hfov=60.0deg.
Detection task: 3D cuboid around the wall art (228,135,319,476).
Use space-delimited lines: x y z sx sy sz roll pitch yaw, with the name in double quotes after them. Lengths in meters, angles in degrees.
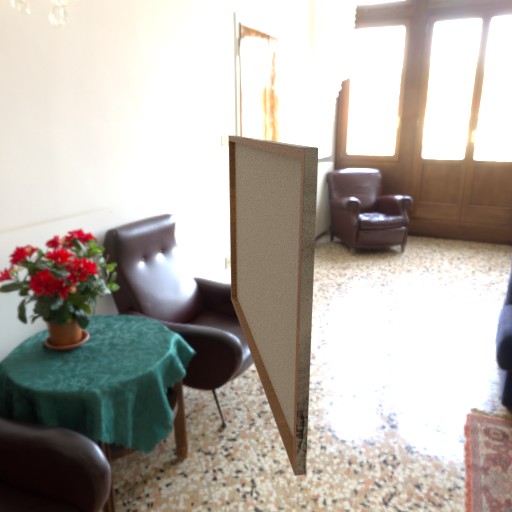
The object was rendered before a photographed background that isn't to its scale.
0.000 0.000 1.190 0.023 0.607 0.914 -3 17 -10 "wall art"
